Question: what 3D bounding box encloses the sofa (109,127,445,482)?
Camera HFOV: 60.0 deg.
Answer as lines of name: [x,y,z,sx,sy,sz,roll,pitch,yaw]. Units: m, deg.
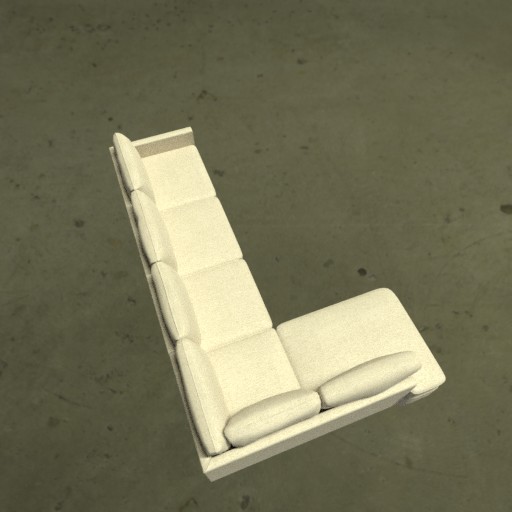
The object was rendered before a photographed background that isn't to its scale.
sofa: [0.000,0.000,4.252,2.048,0.996,3.384,-18,60,-11]
